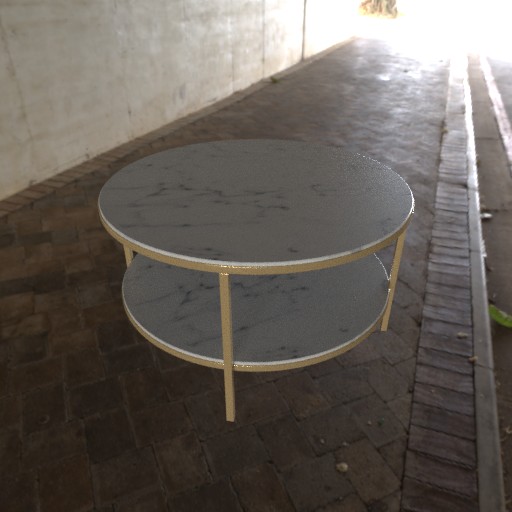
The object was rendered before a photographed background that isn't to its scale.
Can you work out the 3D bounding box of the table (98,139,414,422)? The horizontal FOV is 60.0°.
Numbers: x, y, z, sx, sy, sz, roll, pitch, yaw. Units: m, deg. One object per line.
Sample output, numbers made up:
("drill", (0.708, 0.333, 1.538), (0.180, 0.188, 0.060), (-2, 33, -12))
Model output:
("table", (0.000, 0.000, 1.284), (0.800, 0.450, 0.800), (0, 31, 0))
